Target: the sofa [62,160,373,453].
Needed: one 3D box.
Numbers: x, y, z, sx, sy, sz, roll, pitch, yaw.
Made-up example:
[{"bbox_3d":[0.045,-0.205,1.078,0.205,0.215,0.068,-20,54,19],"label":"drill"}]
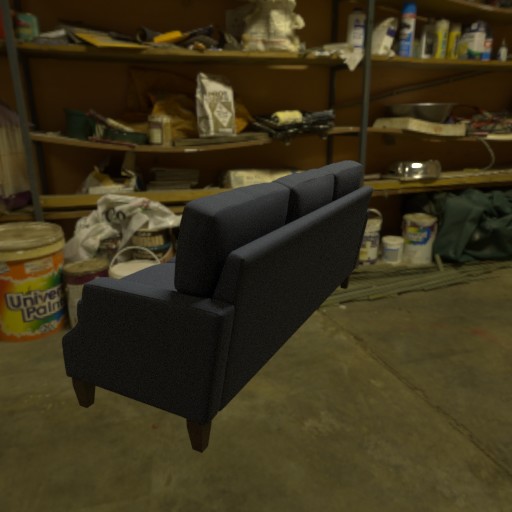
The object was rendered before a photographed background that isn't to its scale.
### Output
[{"bbox_3d":[0.000,0.000,2.582,0.888,0.984,2.115,8,19,26],"label":"sofa"}]
